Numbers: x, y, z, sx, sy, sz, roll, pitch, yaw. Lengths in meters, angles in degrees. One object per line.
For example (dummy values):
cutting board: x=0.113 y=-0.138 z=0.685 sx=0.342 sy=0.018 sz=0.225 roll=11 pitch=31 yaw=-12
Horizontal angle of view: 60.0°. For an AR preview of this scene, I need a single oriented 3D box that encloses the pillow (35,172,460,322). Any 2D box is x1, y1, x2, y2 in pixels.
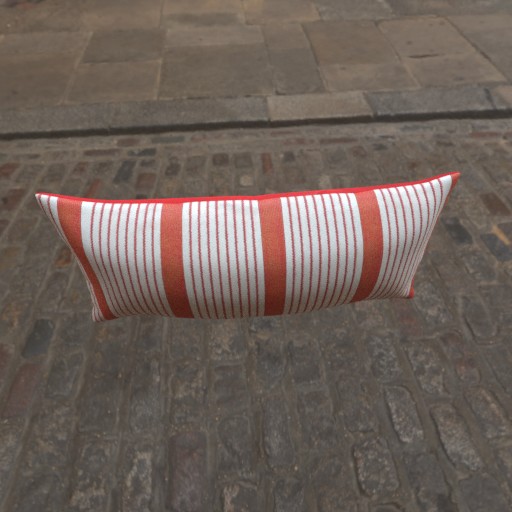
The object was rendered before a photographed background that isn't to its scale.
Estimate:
pillow: x=0.000 y=0.000 z=0.731 sx=0.608 sy=0.297 sz=0.151 roll=-4 pitch=47 yaw=-4
